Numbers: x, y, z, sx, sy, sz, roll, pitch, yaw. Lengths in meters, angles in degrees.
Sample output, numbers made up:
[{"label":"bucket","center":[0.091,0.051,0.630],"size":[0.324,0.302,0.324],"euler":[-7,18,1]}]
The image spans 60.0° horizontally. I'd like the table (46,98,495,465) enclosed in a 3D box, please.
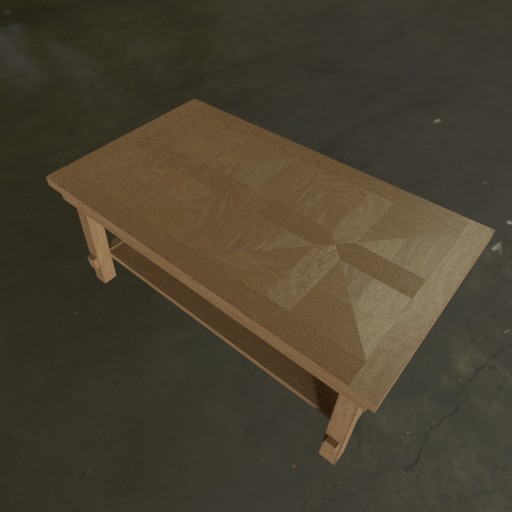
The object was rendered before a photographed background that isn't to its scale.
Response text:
[{"label":"table","center":[0.000,0.000,1.601],"size":[1.270,0.507,0.711],"euler":[31,54,26]}]
